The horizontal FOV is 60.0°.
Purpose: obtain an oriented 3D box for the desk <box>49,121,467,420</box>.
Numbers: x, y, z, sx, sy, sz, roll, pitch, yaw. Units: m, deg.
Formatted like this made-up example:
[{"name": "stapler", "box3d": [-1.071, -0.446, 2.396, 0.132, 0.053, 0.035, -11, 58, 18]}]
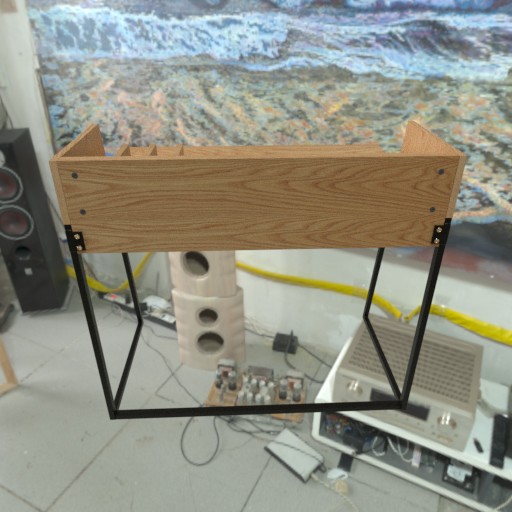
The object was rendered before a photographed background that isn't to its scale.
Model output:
[{"name": "desk", "box3d": [0.000, 0.000, 1.844, 1.191, 1.061, 0.769, -1, 30, -2]}]
